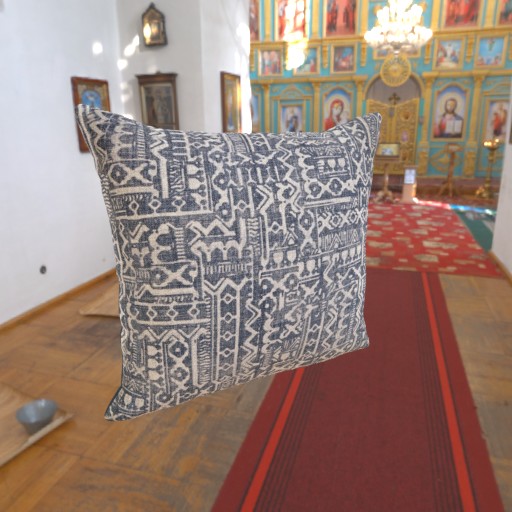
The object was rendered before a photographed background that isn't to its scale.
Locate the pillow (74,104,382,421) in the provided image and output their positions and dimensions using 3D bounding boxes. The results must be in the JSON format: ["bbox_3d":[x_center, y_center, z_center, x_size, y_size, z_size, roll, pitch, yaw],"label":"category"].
[{"bbox_3d":[0.000,0.000,0.768,0.546,0.487,0.180,-8,17,-27],"label":"pillow"}]
